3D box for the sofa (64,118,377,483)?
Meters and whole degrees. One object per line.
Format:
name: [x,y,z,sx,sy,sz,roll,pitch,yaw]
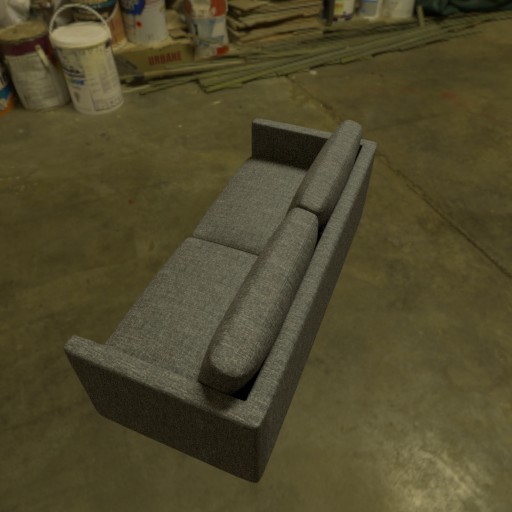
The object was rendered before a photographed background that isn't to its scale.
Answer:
sofa: [0.000,0.000,2.679,0.948,0.960,2.208,16,48,16]
